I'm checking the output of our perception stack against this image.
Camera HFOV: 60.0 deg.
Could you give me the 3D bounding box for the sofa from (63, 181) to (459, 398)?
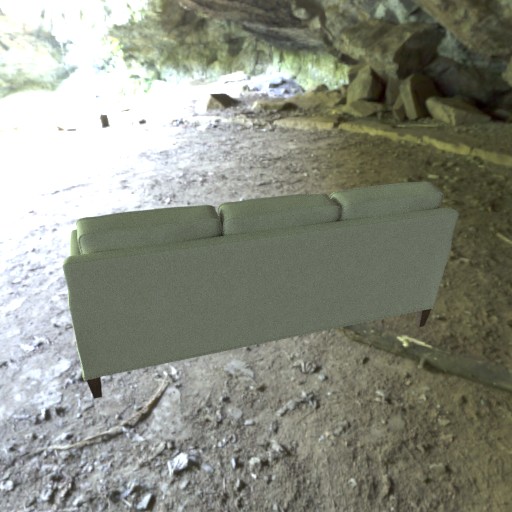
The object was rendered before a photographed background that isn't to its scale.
[{"bbox_3d":[0.000,0.000,2.866,2.246,1.003,1.084,-8,26,-17],"label":"sofa"}]
